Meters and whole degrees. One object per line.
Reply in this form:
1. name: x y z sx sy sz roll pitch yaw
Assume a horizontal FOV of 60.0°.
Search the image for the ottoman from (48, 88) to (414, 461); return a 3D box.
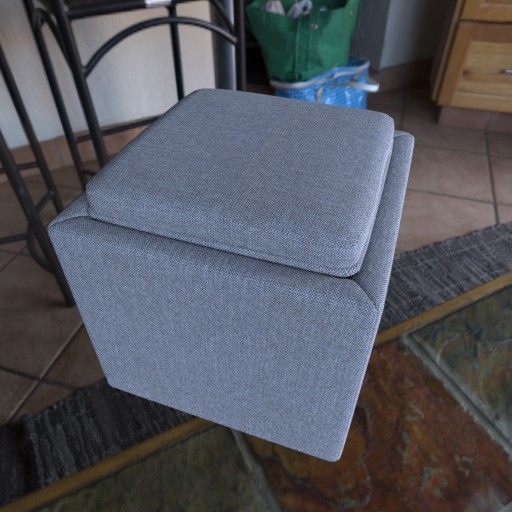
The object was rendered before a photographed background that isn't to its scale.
1. ottoman: 0.000 0.000 0.804 0.450 0.460 0.450 13 44 14
